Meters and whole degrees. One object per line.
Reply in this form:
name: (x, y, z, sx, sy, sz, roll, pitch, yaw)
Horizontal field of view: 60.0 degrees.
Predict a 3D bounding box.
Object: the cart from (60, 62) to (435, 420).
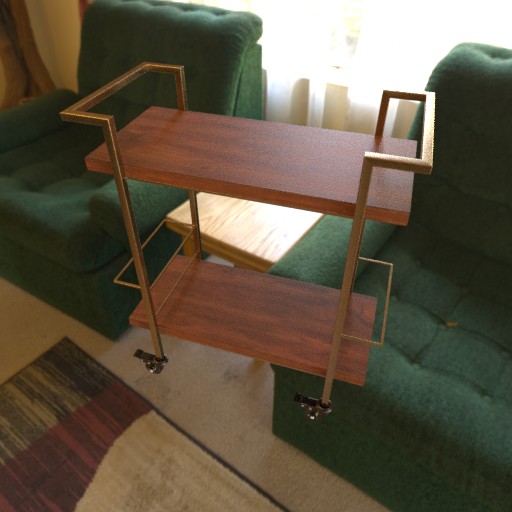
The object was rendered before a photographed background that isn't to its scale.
cart: (0.000, 0.000, 1.149, 0.695, 0.807, 0.364, 12, 42, 14)
